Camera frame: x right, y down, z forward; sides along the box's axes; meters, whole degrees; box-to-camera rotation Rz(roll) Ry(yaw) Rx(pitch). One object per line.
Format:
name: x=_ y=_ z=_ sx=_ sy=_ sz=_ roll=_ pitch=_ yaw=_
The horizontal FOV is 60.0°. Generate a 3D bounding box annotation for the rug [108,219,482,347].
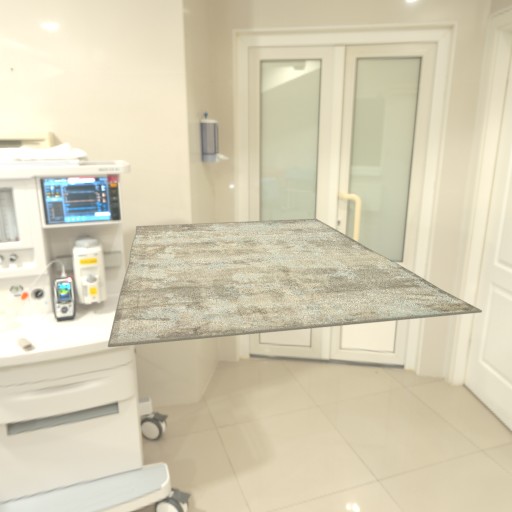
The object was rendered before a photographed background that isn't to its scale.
rug: x=0.000 y=0.000 z=4.261 sx=2.393 sy=0.013 sz=3.307 roll=-3 pitch=16 yaw=-12
